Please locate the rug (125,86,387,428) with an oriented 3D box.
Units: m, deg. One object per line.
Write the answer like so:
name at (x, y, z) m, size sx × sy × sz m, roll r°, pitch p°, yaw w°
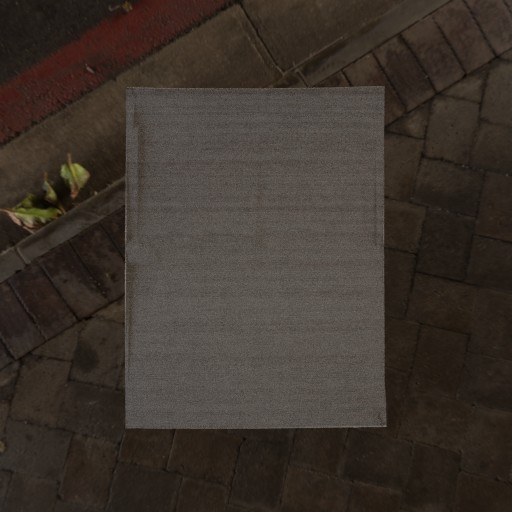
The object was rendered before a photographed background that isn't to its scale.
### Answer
rug at (0.000, 0.000, 4.882) m, size 2.873 × 0.053 × 3.778 m, roll 0°, pitch 89°, yaw -1°
